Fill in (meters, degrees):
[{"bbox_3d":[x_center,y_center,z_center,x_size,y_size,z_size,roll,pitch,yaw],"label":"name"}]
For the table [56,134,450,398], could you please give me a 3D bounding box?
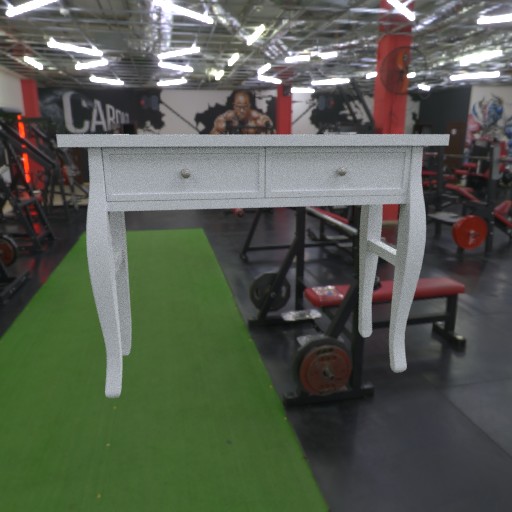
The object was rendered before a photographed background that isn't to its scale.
[{"bbox_3d":[0.000,0.000,1.451,1.062,0.768,0.373,-3,16,-9],"label":"table"}]
